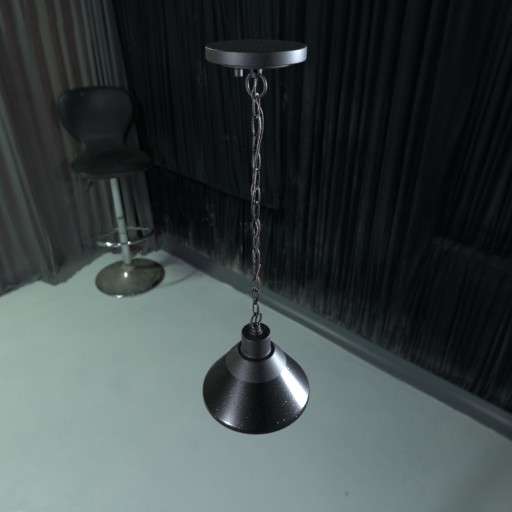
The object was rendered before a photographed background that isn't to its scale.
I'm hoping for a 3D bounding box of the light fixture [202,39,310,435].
[{"bbox_3d":[0.000,0.000,0.680,0.201,0.588,0.201,22,38,31],"label":"light fixture"}]
